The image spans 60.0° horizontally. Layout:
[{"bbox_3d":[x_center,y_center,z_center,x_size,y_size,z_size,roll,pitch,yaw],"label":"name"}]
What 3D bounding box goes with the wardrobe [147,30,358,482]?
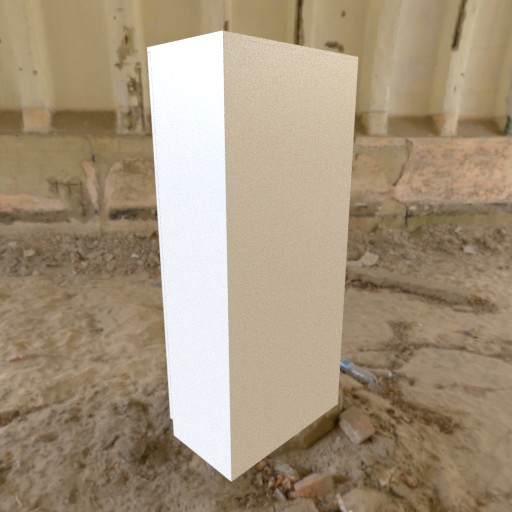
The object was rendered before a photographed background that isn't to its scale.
[{"bbox_3d":[0.000,0.000,2.020,0.470,1.700,0.760,16,22,43],"label":"wardrobe"}]
